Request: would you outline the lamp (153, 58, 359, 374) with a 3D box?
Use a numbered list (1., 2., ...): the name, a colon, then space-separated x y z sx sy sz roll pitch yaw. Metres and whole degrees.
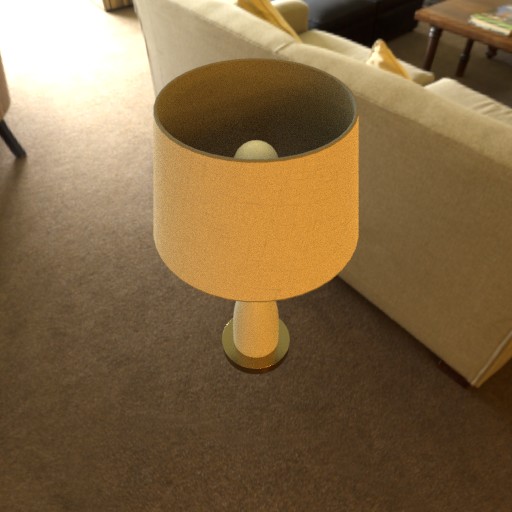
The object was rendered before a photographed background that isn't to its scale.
1. lamp: 0.000 0.000 0.732 0.309 0.545 0.309 0 47 0
